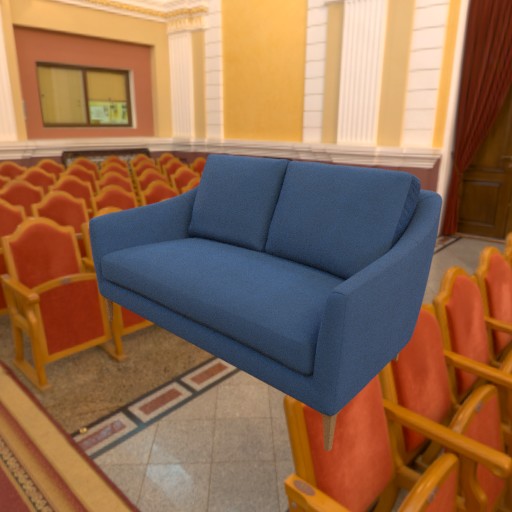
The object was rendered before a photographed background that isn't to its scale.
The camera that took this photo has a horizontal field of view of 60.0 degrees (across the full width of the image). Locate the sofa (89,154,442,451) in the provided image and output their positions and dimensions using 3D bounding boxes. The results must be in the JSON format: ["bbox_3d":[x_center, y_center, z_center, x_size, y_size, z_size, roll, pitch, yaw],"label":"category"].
[{"bbox_3d":[0.000,0.000,2.195,1.619,0.902,0.960,16,23,41],"label":"sofa"}]
